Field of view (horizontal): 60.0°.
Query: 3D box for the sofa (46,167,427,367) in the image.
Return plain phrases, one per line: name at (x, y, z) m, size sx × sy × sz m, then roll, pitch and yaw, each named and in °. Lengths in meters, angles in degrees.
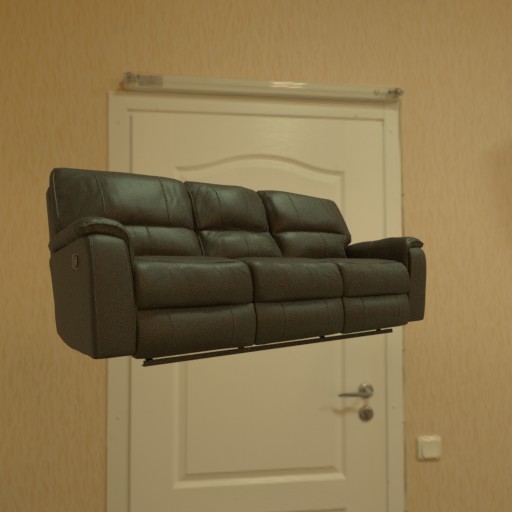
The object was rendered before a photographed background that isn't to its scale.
sofa at (0.000, 0.000, 3.102) m, size 2.627 × 1.134 × 1.104 m, roll 1°, pitch -2°, yaw -36°
